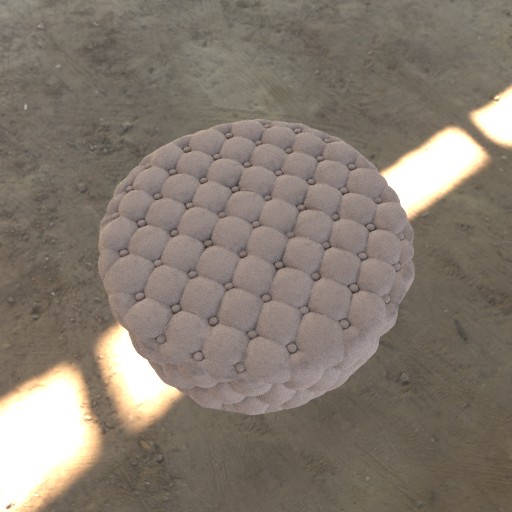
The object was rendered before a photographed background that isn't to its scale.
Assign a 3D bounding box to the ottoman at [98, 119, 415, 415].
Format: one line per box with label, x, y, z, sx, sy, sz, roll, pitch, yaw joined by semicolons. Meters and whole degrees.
ottoman;0.000;0.000;1.522;0.998;0.399;0.998;0;58;0
